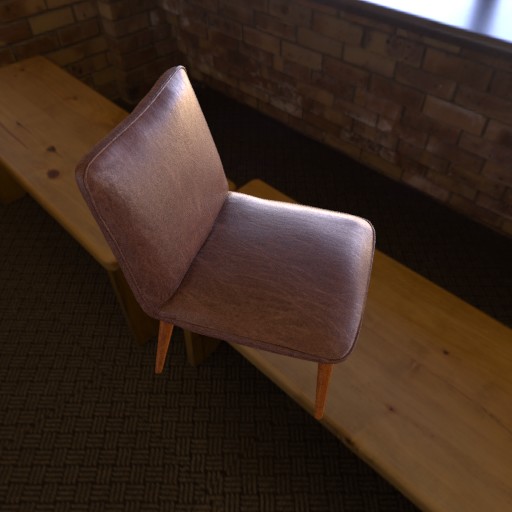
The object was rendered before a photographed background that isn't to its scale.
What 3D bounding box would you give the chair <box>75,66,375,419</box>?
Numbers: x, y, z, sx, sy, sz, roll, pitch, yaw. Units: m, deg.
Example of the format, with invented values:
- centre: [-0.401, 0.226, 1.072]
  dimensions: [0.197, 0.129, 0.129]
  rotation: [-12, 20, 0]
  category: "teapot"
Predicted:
- centre: [0.000, 0.000, 1.223]
  dimensions: [0.645, 0.803, 0.543]
  rotation: [9, 48, 8]
  category: "chair"
